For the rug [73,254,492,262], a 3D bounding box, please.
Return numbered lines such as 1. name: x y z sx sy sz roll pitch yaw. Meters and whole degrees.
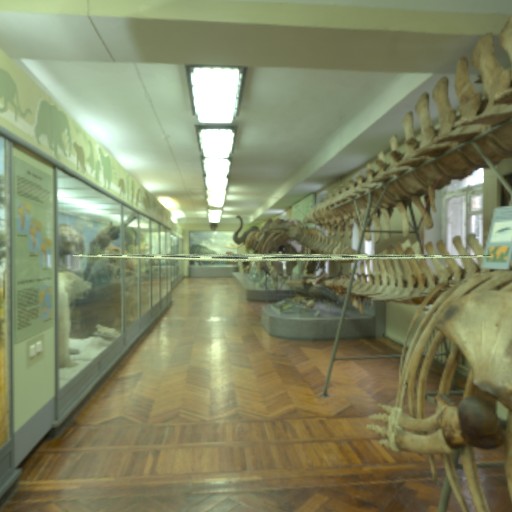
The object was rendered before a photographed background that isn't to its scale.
1. rug: 0.000 0.000 4.058 2.466 0.021 3.049 0 1 -36
